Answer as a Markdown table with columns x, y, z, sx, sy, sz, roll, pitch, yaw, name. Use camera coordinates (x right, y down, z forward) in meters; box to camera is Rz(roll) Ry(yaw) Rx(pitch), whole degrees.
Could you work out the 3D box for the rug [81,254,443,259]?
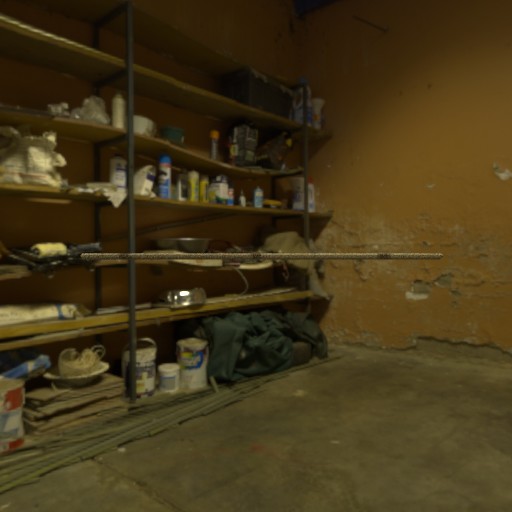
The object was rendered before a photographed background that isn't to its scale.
| x | y | z | sx | sy | sz | roll | pitch | yaw | name |
| --- | --- | --- | --- | --- | --- | --- | --- | --- | --- |
| 0.000 | 0.000 | 2.986 | 1.501 | 0.024 | 2.348 | 0 | 0 | -2 | rug |
